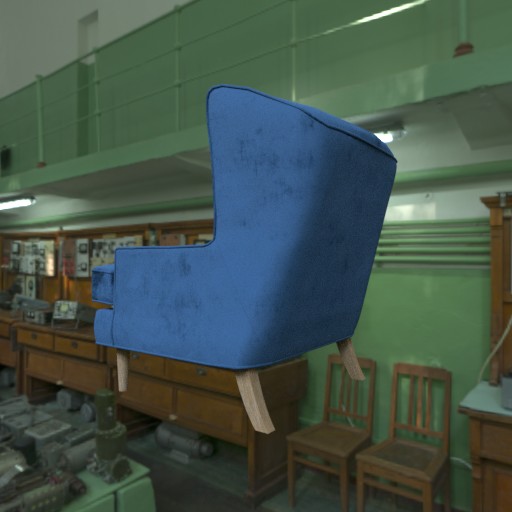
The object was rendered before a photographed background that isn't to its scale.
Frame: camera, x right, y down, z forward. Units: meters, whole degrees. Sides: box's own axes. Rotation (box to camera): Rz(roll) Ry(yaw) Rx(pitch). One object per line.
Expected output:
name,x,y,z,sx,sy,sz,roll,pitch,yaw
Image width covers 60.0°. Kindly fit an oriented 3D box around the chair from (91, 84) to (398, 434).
chair,0.000,0.000,1.618,0.910,0.952,0.793,0,0,36
